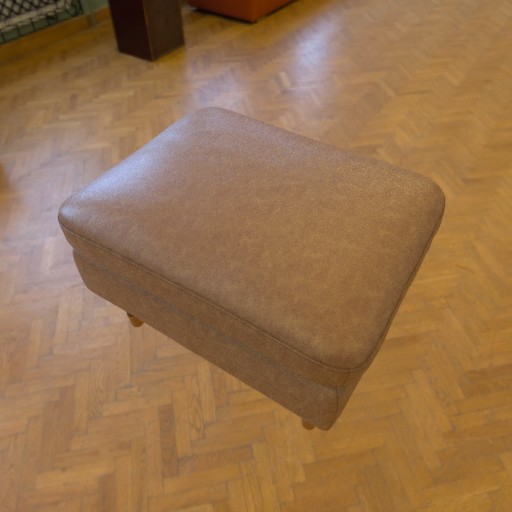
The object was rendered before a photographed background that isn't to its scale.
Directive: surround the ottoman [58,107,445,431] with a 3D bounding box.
[{"bbox_3d":[0.000,0.000,1.122,0.747,0.478,0.593,25,51,21],"label":"ottoman"}]
